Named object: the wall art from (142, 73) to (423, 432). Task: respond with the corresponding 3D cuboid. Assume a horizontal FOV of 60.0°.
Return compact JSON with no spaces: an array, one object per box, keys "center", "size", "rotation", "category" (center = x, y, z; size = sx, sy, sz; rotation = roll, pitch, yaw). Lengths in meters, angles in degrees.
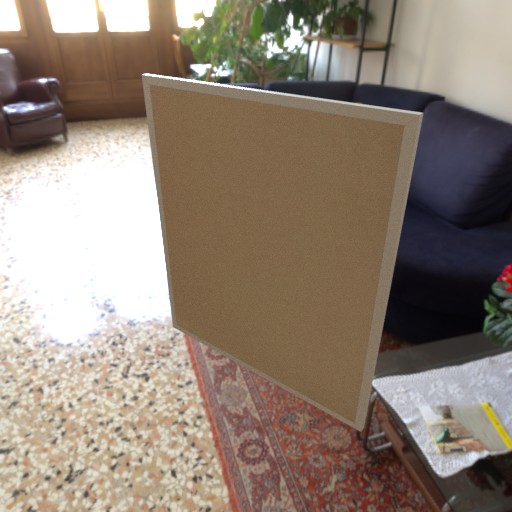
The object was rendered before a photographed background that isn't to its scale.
[{"center":[0.000,0.000,0.781],"size":[0.482,0.557,0.012],"rotation":[21,37,31],"category":"wall art"}]
